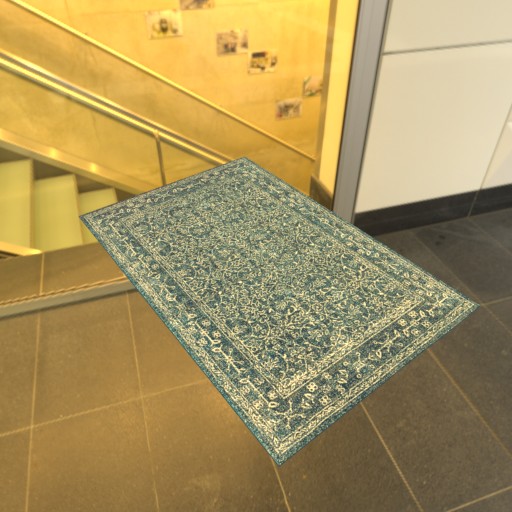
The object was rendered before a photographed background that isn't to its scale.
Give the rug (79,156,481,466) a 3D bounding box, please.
[{"bbox_3d":[0.000,0.000,2.297,1.200,0.005,1.819,-26,47,-28],"label":"rug"}]
